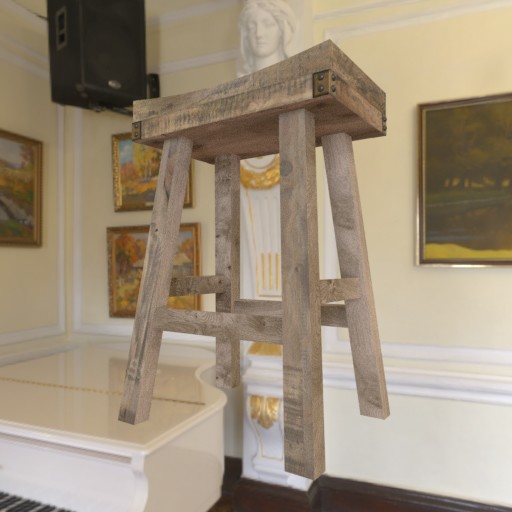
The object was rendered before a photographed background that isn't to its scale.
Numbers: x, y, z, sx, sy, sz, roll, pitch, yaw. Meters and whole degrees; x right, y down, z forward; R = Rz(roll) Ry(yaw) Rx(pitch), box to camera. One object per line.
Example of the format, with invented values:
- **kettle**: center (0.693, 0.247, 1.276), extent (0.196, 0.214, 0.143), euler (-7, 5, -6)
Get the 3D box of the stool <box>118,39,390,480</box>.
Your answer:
- **stool**: center (0.000, 0.000, 0.879), extent (0.450, 0.635, 0.330), euler (-1, -1, 35)
